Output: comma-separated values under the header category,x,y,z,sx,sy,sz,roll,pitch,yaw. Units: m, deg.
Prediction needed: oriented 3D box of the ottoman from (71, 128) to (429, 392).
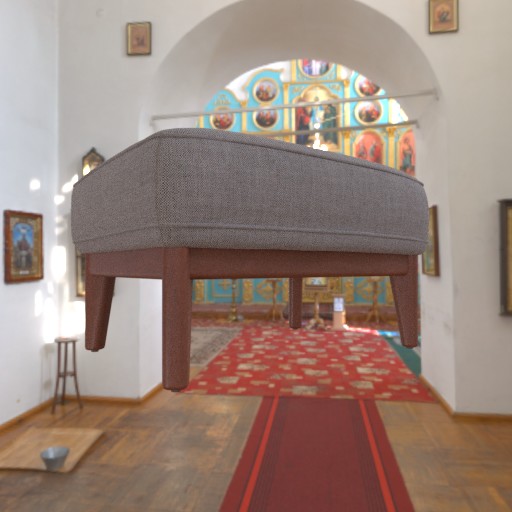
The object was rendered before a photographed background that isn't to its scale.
category,x,y,z,sx,sy,sz,roll,pitch,yaw
ottoman,0.000,0.000,1.088,0.750,0.458,0.555,1,-2,-37
